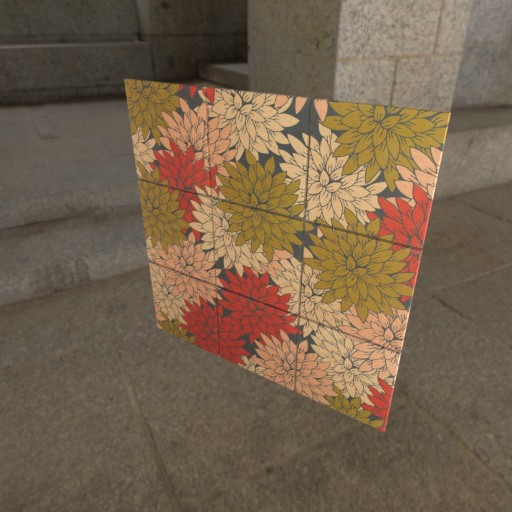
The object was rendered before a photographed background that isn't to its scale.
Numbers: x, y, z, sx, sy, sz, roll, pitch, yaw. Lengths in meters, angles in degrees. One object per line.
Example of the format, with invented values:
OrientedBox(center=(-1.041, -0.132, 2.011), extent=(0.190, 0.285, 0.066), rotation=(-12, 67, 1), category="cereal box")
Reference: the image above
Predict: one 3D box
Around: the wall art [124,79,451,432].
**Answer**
OrientedBox(center=(0.000, 0.000, 1.304), extent=(0.904, 0.913, 0.013), rotation=(17, 33, 28), category="wall art")
